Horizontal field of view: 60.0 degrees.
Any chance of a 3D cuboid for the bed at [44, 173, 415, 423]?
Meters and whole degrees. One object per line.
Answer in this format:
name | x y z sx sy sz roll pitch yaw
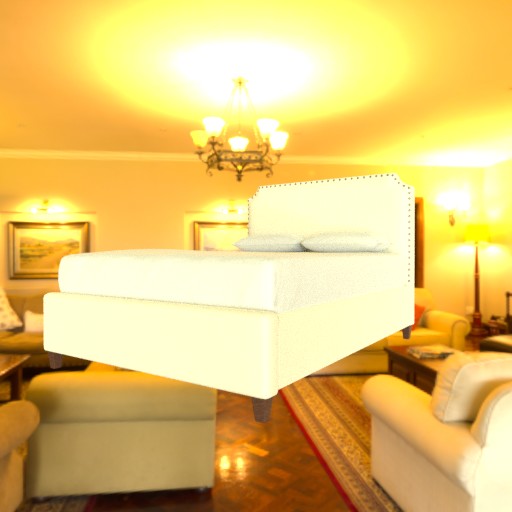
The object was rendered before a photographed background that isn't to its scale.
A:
bed | 0.000 0.000 3.291 1.703 1.415 2.329 0 1 34
